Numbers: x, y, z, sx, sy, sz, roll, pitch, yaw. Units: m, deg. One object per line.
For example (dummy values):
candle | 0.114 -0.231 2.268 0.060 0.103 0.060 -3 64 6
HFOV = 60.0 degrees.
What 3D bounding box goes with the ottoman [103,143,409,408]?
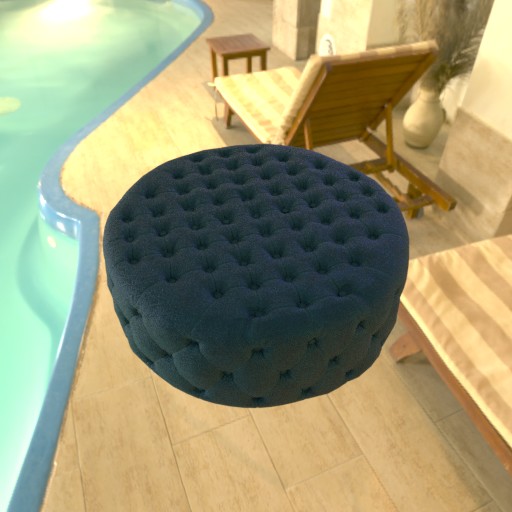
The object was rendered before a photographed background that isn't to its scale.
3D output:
ottoman | 0.000 0.000 1.536 0.998 0.398 0.998 0 42 0
